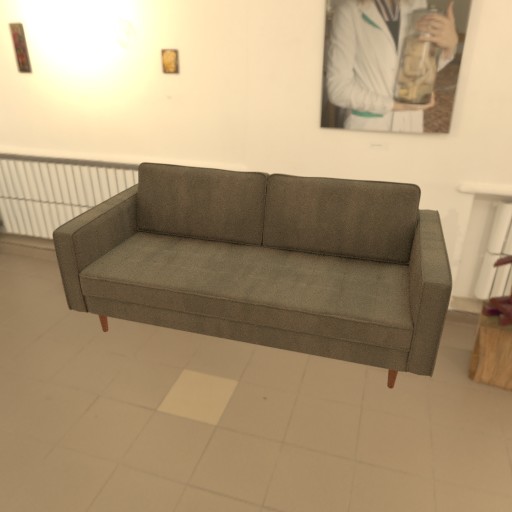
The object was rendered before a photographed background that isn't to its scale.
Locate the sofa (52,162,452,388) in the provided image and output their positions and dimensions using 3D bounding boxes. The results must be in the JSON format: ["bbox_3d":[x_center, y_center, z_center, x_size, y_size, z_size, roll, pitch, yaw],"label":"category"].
[{"bbox_3d":[0.000,0.000,2.457,1.920,0.825,0.924,8,27,15],"label":"sofa"}]
